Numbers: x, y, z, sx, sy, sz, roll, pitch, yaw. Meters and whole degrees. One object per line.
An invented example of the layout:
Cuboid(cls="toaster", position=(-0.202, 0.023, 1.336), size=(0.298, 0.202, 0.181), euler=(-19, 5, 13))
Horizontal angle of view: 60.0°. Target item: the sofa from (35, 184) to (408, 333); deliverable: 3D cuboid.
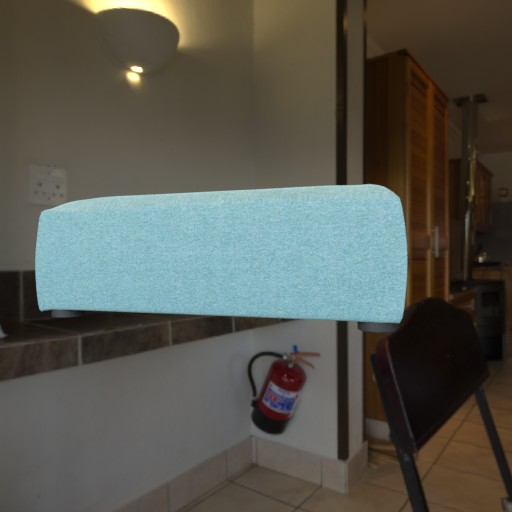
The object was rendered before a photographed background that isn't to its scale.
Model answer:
Cuboid(cls="sofa", position=(0.000, 0.000, 1.474), size=(0.930, 0.330, 0.930), euler=(0, -1, 17))
